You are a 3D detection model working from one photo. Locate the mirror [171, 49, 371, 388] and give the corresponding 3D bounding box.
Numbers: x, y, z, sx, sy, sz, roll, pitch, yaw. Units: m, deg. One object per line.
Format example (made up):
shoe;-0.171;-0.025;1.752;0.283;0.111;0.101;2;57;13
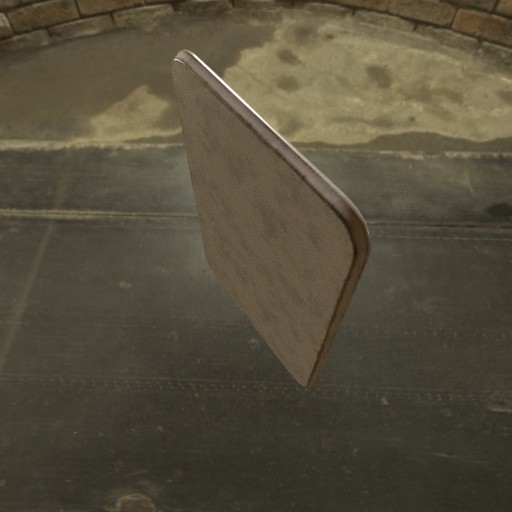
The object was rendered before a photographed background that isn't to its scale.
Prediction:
mirror;0.000;0.000;0.904;0.024;0.713;0.461;-32;64;-18
